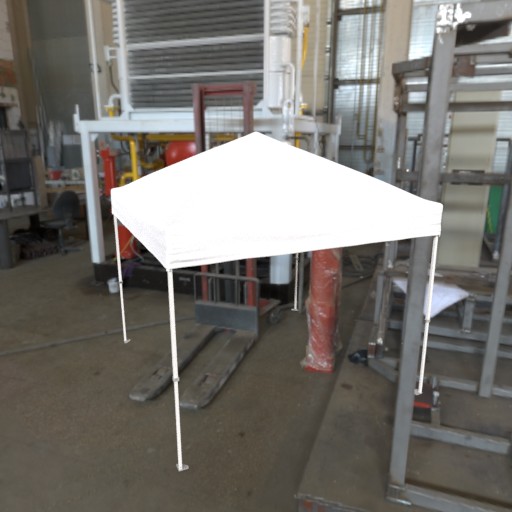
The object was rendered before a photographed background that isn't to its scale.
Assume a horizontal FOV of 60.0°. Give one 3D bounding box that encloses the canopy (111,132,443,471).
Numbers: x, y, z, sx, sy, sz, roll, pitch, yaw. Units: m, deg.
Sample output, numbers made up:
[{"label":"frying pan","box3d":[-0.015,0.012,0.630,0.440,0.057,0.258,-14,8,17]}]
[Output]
[{"label":"canopy","box3d":[0.000,0.000,5.548,2.998,2.997,2.996,-7,17,-24]}]
